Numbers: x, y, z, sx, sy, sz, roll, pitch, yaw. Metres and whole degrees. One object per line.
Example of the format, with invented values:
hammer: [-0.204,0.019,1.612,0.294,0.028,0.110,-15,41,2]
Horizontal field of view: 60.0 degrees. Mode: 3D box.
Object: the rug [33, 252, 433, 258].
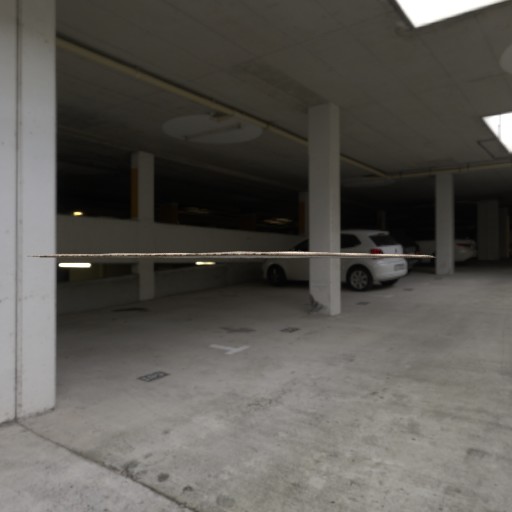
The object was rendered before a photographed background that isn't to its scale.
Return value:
rug: [0.000,0.000,4.129,2.426,0.034,3.061,0,-1,37]
